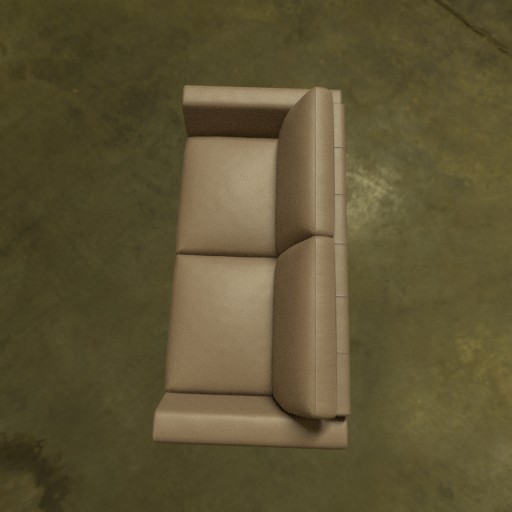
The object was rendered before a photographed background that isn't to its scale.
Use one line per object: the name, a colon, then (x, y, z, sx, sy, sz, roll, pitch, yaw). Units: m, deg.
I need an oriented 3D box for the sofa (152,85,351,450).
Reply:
sofa: (0.000, 0.000, 2.553, 0.953, 0.875, 2.017, 2, 75, 1)
